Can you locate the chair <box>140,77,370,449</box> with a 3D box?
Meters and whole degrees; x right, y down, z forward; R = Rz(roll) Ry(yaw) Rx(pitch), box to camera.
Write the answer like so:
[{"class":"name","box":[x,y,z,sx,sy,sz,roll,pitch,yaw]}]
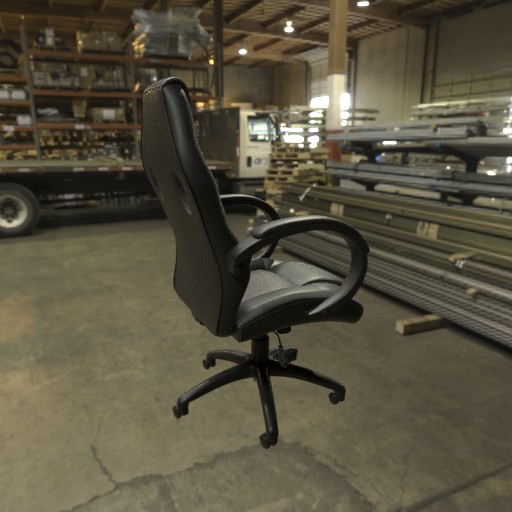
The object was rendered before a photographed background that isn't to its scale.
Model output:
[{"class":"chair","box":[0.000,0.000,1.645,0.724,1.187,0.673,-7,17,-25]}]
